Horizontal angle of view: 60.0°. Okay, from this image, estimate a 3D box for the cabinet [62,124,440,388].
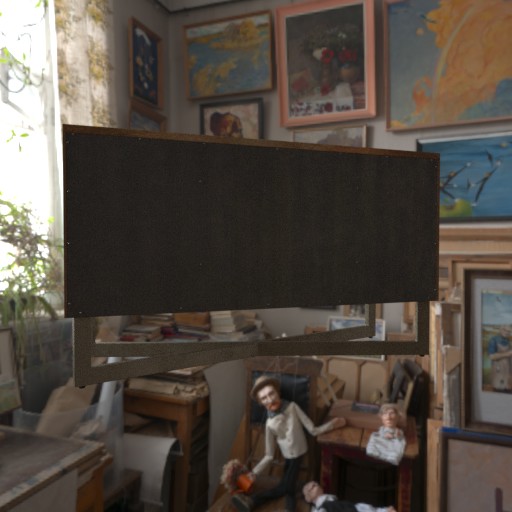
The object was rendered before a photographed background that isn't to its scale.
[{"bbox_3d":[0.000,0.000,1.774,1.373,0.812,0.480,0,1,-18],"label":"cabinet"}]
